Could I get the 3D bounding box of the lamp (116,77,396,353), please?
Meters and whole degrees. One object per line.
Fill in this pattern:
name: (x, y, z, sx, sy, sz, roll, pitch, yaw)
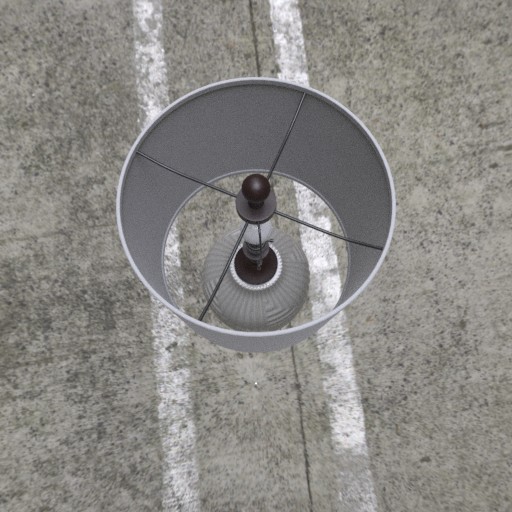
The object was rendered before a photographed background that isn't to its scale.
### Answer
lamp: (0.000, 0.000, 0.743, 0.318, 0.567, 0.318, 0, 74, 0)
